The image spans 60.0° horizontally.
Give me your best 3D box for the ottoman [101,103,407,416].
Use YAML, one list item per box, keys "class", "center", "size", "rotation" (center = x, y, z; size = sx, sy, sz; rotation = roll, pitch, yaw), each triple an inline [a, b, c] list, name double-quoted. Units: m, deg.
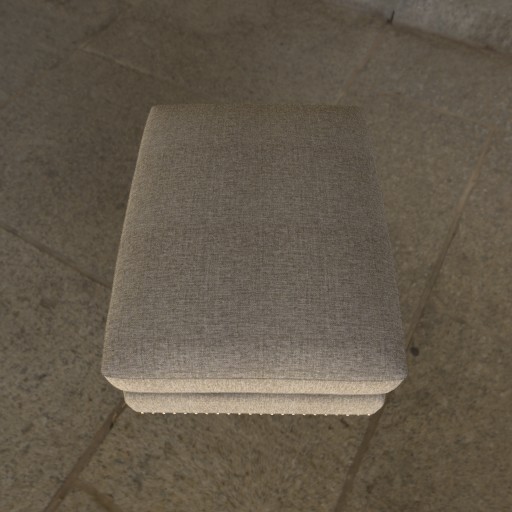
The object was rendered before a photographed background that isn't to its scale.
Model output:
- class: "ottoman"
  center: [0.000, 0.000, 1.145]
  size: [0.584, 0.513, 0.741]
  rotation: [0, 59, 0]
